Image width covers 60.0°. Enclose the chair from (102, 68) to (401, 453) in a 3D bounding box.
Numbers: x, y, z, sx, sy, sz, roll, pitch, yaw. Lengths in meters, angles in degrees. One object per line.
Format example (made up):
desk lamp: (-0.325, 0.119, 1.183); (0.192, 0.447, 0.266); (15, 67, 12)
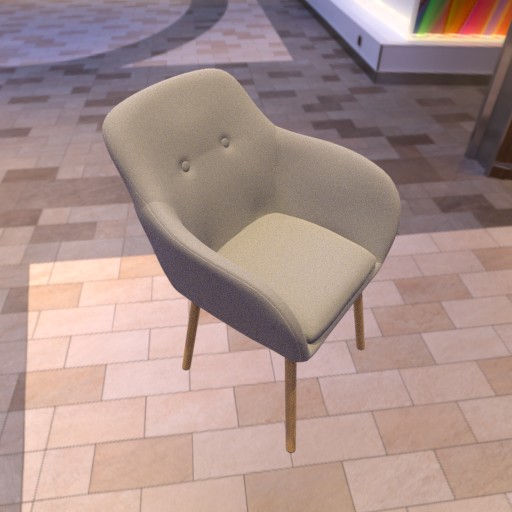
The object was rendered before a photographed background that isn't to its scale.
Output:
chair: (0.000, 0.000, 1.218); (0.590, 0.830, 0.570); (26, 47, 26)
